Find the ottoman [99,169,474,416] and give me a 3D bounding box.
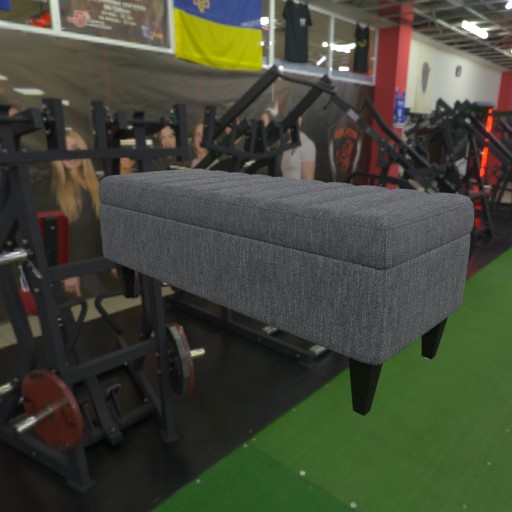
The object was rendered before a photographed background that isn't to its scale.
[{"bbox_3d":[0.000,0.000,1.422,1.151,0.469,0.482,15,22,42],"label":"ottoman"}]
